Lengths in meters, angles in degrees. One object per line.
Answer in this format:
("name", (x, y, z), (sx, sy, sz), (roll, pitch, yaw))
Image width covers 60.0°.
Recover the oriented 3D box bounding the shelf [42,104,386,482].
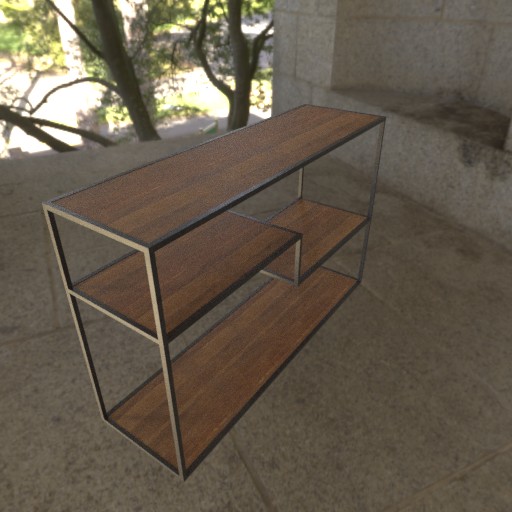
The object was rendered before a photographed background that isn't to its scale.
("shelf", (0.000, 0.000, 1.550), (0.361, 0.765, 1.201), (21, 37, 30))
